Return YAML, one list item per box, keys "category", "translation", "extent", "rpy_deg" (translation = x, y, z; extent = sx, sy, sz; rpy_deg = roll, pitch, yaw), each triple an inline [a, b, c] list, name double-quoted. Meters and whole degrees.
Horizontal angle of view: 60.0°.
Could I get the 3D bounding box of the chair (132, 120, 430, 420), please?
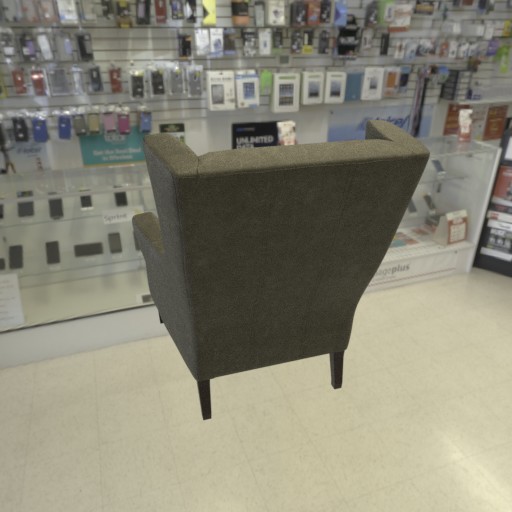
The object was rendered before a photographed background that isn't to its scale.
- category: "chair"
  translation: [0.000, 0.000, 1.663]
  extent: [0.853, 1.016, 0.926]
  rpy_deg: [-8, 28, -15]
